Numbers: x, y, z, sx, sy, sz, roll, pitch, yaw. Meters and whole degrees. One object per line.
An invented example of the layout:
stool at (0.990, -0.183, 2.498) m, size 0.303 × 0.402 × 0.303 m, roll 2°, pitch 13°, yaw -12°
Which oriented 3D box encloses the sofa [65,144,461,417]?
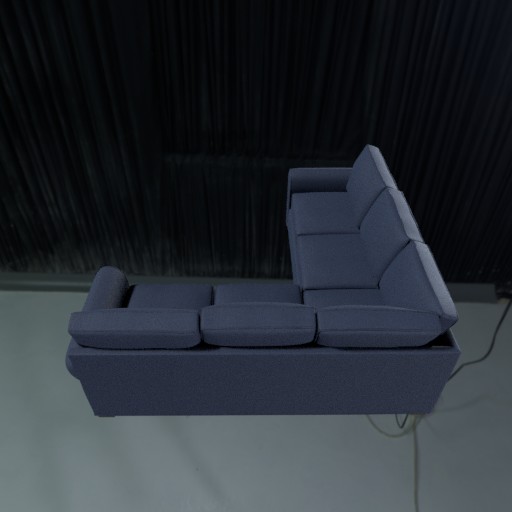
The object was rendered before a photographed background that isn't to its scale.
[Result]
sofa at (0.000, 0.000, 3.875) m, size 2.562 × 1.042 × 2.487 m, roll 0°, pitch 41°, yaw 0°
